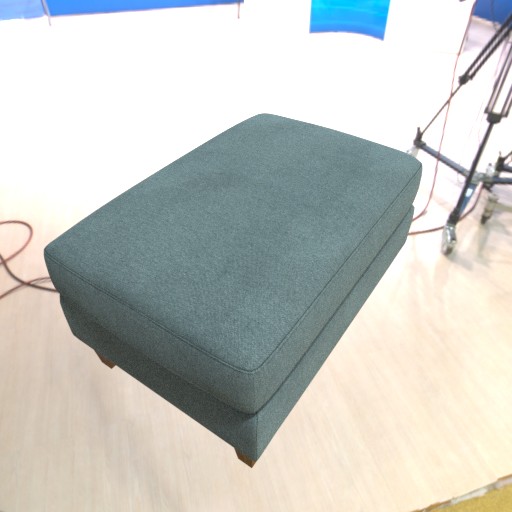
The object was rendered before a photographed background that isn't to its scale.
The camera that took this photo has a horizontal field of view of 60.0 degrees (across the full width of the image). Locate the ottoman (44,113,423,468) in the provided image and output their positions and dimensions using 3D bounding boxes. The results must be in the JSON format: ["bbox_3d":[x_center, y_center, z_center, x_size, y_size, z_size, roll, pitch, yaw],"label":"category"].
[{"bbox_3d":[0.000,0.000,1.199,0.584,0.483,0.864,25,47,25],"label":"ottoman"}]
